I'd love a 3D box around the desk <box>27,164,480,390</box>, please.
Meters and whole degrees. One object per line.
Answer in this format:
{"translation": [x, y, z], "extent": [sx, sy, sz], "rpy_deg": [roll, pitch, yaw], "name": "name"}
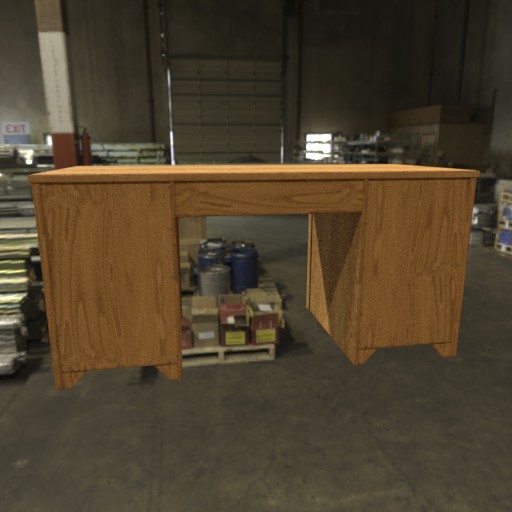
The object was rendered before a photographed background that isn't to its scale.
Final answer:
{"translation": [0.000, 0.000, 1.929], "extent": [1.567, 0.751, 0.685], "rpy_deg": [-2, 14, -9], "name": "desk"}
